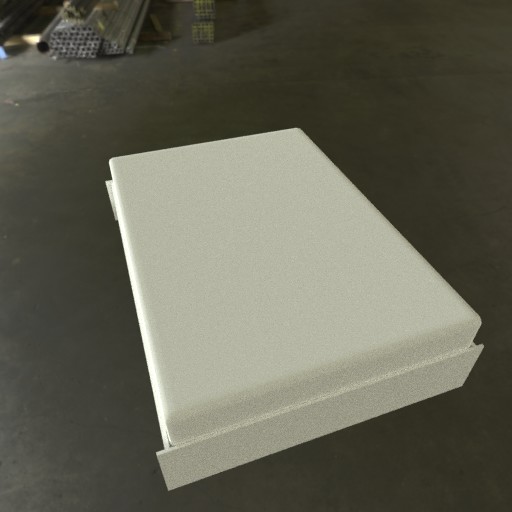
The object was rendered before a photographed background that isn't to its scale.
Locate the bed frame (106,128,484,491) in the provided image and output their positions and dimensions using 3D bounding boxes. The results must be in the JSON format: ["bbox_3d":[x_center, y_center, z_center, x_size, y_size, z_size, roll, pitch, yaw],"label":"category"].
[{"bbox_3d":[0.000,0.000,2.503,1.445,0.497,1.945,-13,43,-14],"label":"bed frame"}]
